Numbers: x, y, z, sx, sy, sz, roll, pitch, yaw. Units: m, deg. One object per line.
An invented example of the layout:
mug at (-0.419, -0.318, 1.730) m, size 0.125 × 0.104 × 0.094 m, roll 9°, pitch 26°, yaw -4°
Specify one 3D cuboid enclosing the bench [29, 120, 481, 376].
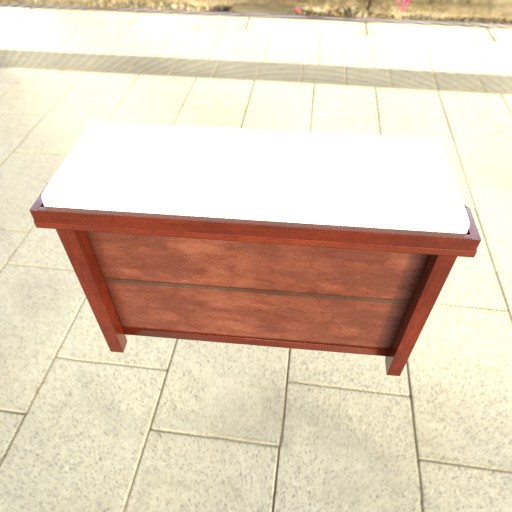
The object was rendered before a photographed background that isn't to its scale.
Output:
bench at (0.000, 0.000, 1.296) m, size 0.987 × 0.646 × 0.369 m, roll 4°, pitch 47°, yaw 4°
